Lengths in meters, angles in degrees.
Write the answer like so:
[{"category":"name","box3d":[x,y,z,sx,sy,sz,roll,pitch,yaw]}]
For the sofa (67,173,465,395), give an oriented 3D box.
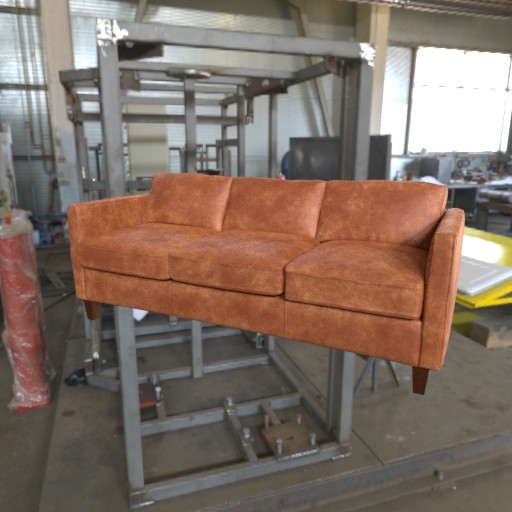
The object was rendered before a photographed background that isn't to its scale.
[{"category":"sofa","box3d":[0.000,0.000,2.953,2.464,1.006,1.045,7,15,25]}]
